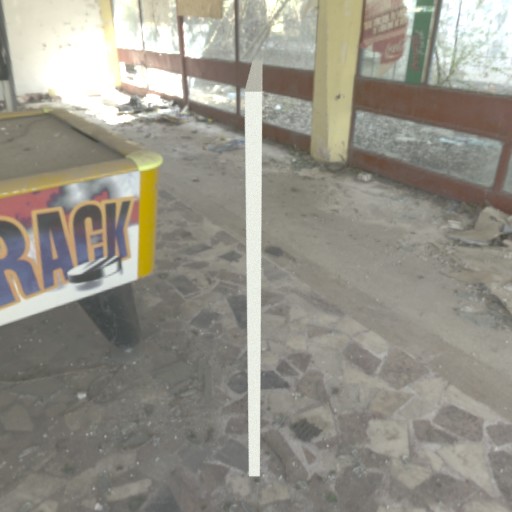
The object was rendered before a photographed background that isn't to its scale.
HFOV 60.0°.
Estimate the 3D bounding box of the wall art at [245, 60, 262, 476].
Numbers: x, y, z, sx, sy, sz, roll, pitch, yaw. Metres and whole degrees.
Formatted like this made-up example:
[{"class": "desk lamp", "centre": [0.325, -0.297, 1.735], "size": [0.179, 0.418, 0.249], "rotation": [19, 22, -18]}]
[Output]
[{"class": "wall art", "centre": [0.000, 0.000, 0.561], "size": [0.013, 0.433, 0.303], "rotation": [0, 28, 1]}]
